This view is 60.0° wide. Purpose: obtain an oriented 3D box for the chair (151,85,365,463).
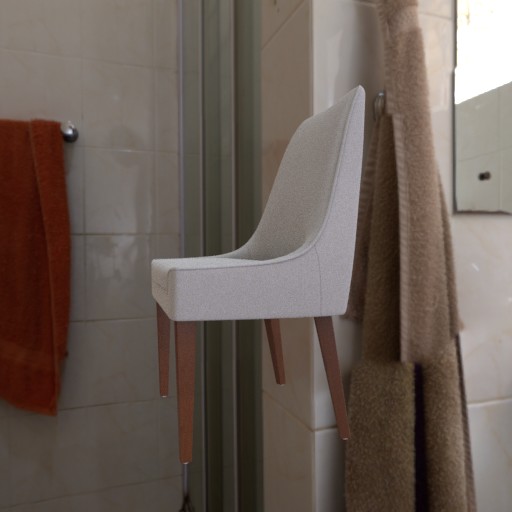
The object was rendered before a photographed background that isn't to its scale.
[{"bbox_3d":[0.000,0.000,1.209,0.544,0.861,0.529,0,1,-18],"label":"chair"}]
